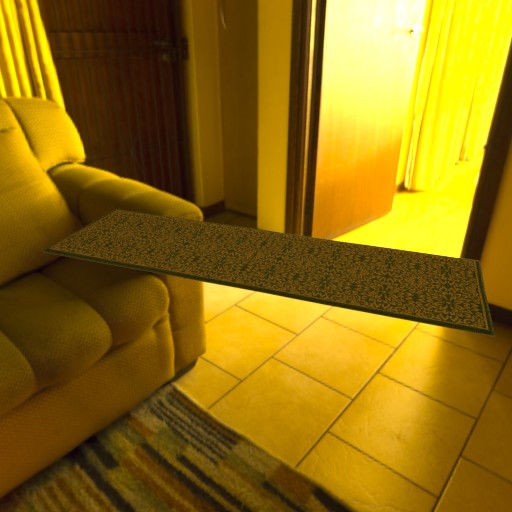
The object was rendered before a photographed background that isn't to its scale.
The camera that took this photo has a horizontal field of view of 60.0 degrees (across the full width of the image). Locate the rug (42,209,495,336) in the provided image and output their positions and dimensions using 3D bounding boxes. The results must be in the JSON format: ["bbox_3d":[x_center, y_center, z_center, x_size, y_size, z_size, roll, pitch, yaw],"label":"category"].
[{"bbox_3d":[0.000,0.000,2.316,2.196,0.011,0.662,9,29,17],"label":"rug"}]
